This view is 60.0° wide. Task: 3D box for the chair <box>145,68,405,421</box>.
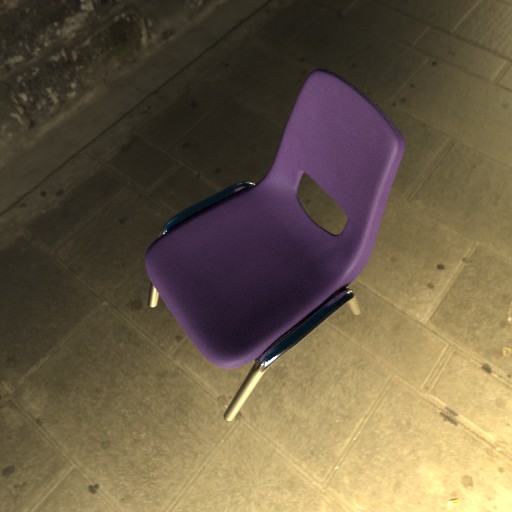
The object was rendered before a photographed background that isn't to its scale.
[{"bbox_3d":[0.000,0.000,0.844,0.419,0.584,0.356,-33,67,-16],"label":"chair"}]
